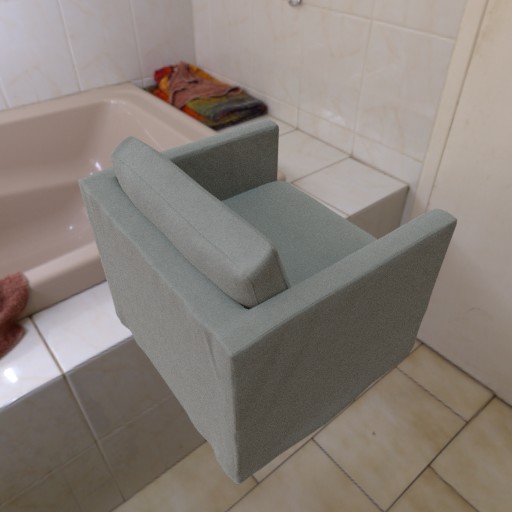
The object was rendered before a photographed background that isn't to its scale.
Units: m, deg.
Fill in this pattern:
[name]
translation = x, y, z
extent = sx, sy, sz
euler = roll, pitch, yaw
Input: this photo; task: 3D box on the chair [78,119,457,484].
[chair]
translation = 0.000, 0.000, 1.733
extent = 0.949, 0.863, 1.057
euler = -26, 46, -28
